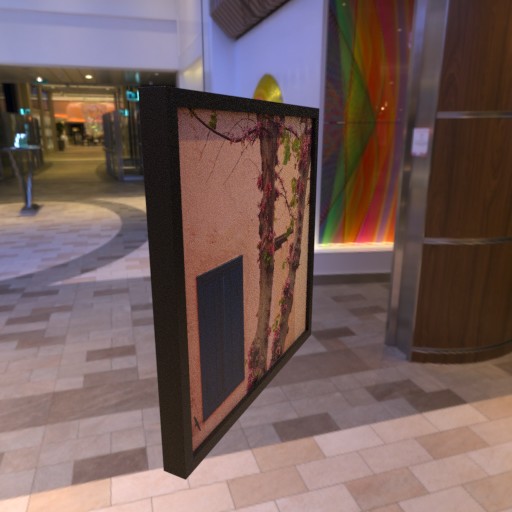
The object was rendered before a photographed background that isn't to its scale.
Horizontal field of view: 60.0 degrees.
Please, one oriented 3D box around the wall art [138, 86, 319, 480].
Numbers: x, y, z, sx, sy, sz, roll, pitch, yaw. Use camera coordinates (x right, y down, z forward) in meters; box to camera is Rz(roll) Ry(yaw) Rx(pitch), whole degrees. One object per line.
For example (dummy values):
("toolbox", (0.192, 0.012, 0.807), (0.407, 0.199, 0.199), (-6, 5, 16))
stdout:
("wall art", (0.000, 0.000, 0.768), (0.038, 0.508, 0.508), (8, 17, 25))
